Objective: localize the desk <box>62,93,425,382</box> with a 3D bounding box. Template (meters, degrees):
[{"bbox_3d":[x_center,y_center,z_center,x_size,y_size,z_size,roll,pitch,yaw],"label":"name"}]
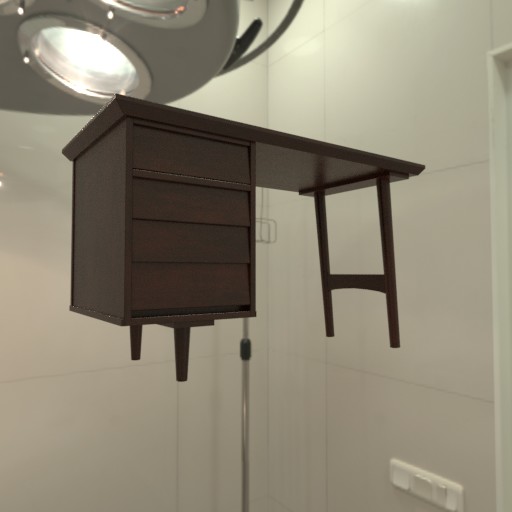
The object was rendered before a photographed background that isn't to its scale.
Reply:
[{"bbox_3d":[0.000,0.000,1.696,1.277,0.758,0.612,2,-3,-35],"label":"desk"}]
